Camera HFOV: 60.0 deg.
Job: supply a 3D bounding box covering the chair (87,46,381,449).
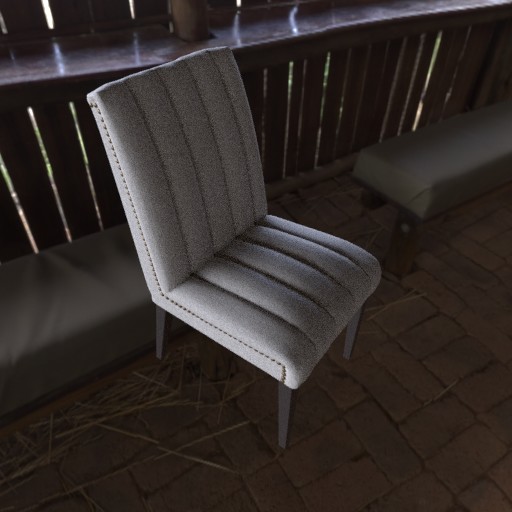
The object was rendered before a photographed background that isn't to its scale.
[{"bbox_3d":[0.000,0.000,1.345,0.647,1.016,0.511,26,47,27],"label":"chair"}]
